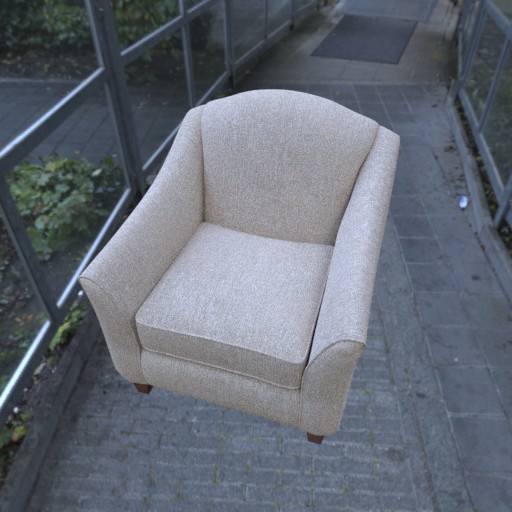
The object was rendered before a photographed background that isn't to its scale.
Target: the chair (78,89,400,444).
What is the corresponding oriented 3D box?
[{"bbox_3d":[0.000,0.000,1.442,0.763,0.839,0.787,11,41,13],"label":"chair"}]
